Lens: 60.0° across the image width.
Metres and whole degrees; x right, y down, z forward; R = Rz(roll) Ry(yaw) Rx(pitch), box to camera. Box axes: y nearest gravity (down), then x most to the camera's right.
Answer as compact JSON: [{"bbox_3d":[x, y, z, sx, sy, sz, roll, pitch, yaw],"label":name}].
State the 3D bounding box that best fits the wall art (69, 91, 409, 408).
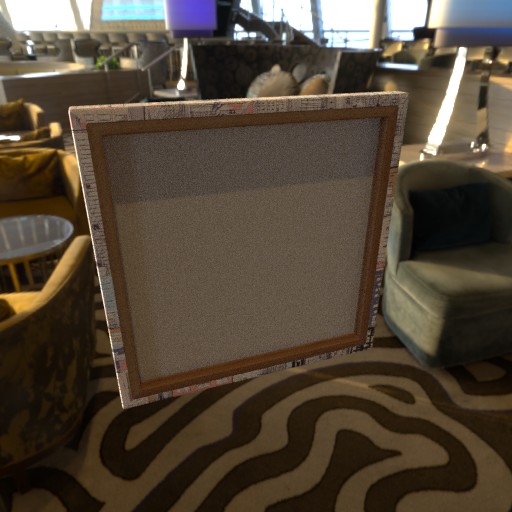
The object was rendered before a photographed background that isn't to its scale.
[{"bbox_3d":[0.000,0.000,0.903,0.607,0.608,0.038,-9,28,-17],"label":"wall art"}]
